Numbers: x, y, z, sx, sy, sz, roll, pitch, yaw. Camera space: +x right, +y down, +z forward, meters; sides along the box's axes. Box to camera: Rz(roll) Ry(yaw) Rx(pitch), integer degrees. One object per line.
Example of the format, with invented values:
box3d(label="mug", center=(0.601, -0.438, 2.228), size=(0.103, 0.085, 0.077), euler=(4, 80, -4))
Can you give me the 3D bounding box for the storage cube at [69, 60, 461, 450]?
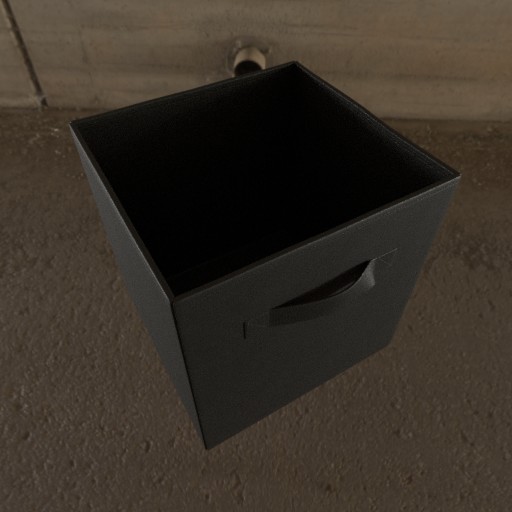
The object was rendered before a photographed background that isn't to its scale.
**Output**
box3d(label="storage cube", center=(0.000, 0.000, 0.499), size=(0.270, 0.280, 0.270), euler=(-24, 52, -20))
